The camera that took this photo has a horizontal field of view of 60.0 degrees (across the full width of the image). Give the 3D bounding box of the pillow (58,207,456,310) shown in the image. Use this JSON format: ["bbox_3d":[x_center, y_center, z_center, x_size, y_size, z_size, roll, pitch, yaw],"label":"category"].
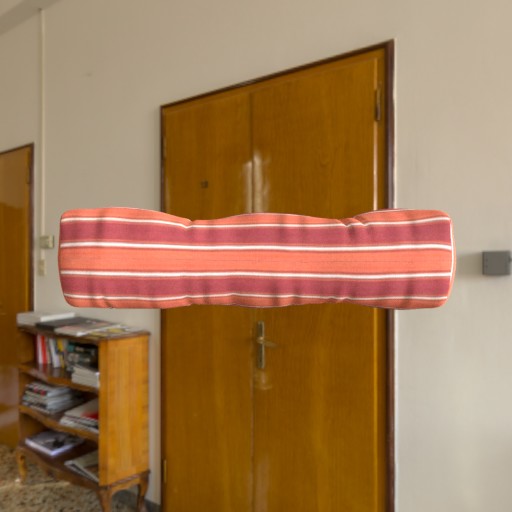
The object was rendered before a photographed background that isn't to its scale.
[{"bbox_3d":[0.000,0.000,0.730,0.468,0.133,0.490,0,0,0],"label":"pillow"}]
